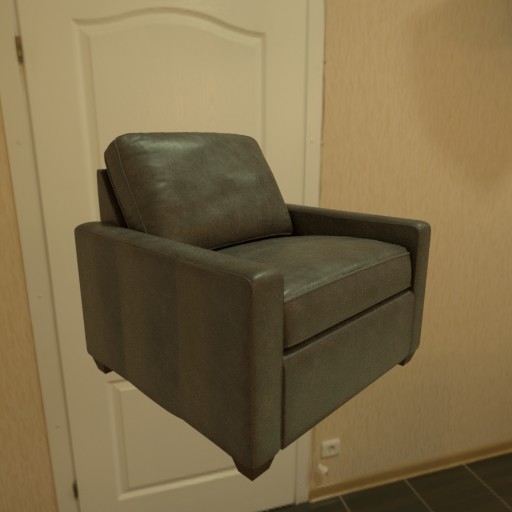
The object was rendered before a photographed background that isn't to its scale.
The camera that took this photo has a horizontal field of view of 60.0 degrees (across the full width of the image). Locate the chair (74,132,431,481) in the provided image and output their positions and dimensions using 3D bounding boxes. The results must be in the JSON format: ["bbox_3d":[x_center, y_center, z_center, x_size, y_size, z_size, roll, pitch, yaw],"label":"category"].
[{"bbox_3d":[0.000,0.000,1.687,0.939,0.916,1.006,14,20,42],"label":"chair"}]
